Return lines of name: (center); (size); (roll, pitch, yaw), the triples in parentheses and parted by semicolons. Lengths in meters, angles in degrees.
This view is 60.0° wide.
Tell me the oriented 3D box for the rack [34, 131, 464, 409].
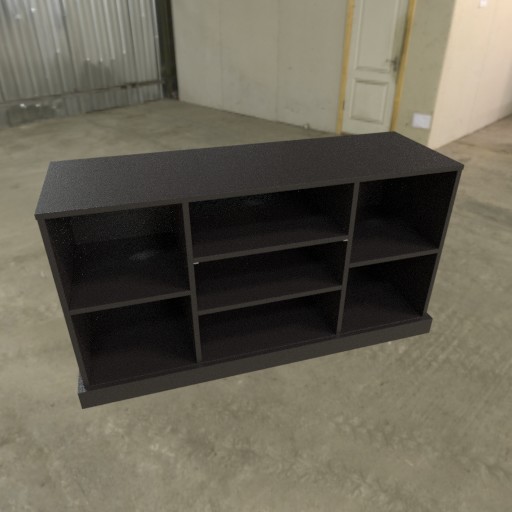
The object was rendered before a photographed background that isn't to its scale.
rack: (0.000, 0.000, 1.477); (1.206, 0.635, 0.399); (-9, 32, -14)
